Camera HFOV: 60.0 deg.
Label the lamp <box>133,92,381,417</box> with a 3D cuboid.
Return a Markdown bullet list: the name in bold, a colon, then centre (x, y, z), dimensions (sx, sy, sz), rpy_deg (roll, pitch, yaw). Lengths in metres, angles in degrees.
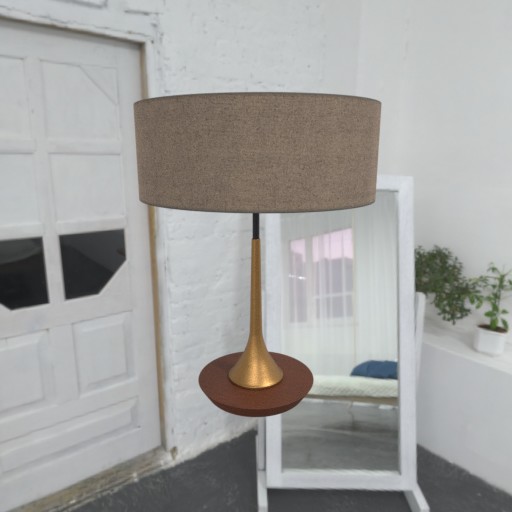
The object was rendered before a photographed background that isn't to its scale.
- **lamp**: centre (0.000, 0.000, 0.825), dimensions (0.417, 0.551, 0.396), rpy_deg (7, 15, 27)
